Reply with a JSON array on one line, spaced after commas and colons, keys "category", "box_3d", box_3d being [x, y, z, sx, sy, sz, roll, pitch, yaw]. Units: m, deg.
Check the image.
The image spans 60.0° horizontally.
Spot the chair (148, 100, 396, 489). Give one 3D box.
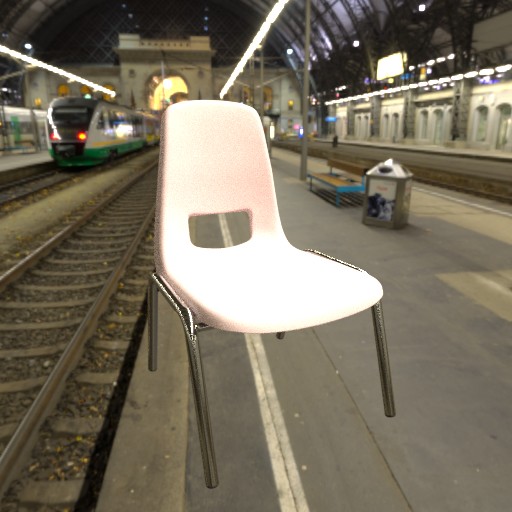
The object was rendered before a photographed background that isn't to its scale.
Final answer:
[{"category": "chair", "box_3d": [0.000, 0.000, 0.780, 0.354, 0.537, 0.385, -8, 18, -27]}]
